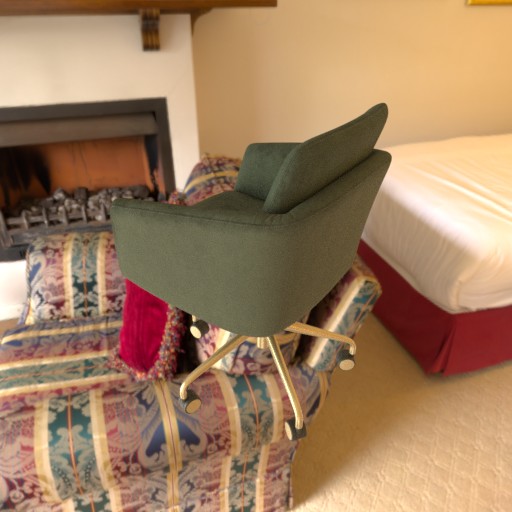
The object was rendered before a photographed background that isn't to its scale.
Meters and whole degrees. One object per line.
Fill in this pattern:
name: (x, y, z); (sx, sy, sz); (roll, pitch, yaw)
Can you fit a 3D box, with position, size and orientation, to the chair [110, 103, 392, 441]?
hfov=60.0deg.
chair: (0.000, 0.000, 1.342); (0.635, 0.908, 0.641); (20, 38, 29)
